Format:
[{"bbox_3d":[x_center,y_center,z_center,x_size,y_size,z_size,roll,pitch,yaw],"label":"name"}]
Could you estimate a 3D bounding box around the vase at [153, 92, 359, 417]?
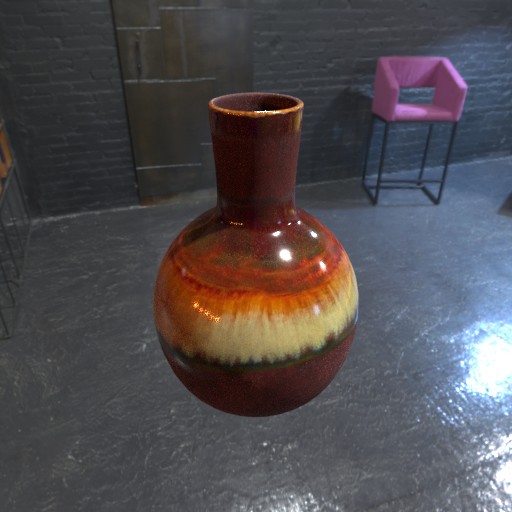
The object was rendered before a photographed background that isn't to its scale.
[{"bbox_3d":[0.000,0.000,0.230,0.111,0.154,0.111,0,31,0],"label":"vase"}]
